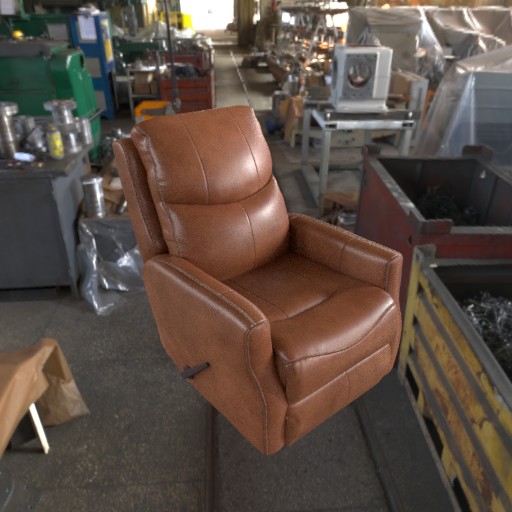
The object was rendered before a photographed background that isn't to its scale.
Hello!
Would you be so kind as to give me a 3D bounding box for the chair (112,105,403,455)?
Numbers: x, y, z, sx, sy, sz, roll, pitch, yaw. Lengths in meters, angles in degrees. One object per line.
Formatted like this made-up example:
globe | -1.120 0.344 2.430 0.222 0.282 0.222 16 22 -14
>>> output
chair | 0.000 0.000 1.794 0.821 1.016 1.072 -21 36 -32
